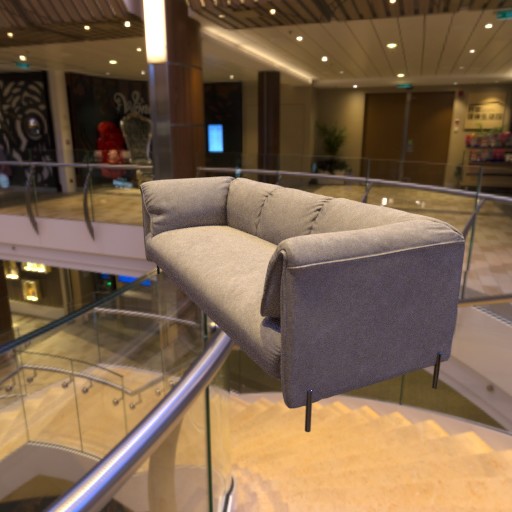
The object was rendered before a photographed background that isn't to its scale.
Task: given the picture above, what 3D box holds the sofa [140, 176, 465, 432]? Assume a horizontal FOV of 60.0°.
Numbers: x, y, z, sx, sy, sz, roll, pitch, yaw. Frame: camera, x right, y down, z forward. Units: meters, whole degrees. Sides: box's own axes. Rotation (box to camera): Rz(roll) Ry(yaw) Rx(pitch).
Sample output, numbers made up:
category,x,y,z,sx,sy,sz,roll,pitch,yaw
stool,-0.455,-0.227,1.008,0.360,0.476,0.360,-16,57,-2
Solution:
category,x,y,z,sx,sy,sz,roll,pitch,yaw
sofa,0.000,0.000,2.672,0.899,0.758,2.238,-8,17,-26
